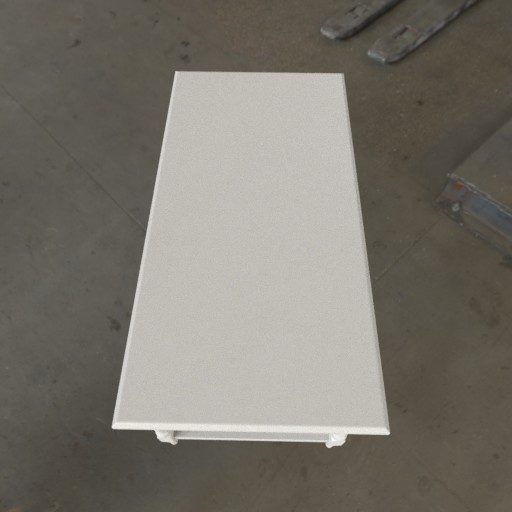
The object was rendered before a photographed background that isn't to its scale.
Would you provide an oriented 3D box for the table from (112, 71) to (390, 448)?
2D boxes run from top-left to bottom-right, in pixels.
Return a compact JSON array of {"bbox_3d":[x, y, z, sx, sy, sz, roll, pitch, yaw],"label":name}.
[{"bbox_3d":[0.000,0.000,1.374,0.551,0.506,1.109,1,59,1],"label":"table"}]
